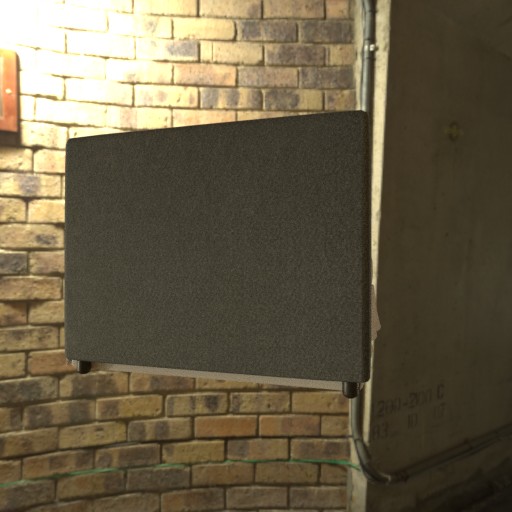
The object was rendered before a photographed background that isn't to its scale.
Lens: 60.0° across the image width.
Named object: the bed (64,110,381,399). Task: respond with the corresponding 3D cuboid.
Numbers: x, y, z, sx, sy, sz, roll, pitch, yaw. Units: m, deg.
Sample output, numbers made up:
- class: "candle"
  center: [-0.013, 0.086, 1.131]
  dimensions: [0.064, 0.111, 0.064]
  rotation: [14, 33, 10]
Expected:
- class: "bed"
  center: [0.000, 0.000, 3.236]
  dimensions: [1.723, 1.330, 2.142]
  rotation: [0, 0, 17]
